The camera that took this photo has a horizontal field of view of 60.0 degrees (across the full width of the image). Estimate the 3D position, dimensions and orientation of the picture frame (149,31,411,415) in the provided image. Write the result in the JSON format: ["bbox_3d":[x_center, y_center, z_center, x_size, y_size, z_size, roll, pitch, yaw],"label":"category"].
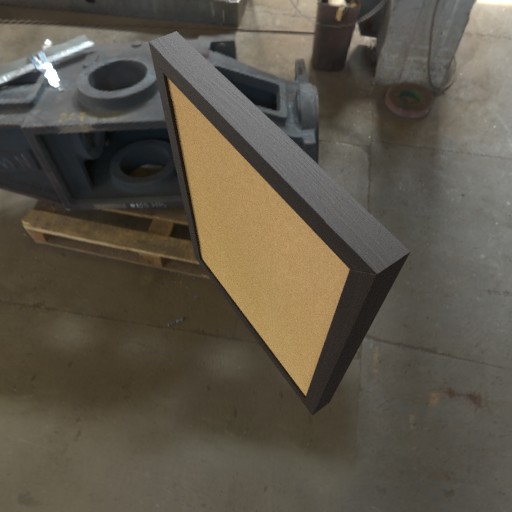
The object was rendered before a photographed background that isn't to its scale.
[{"bbox_3d":[0.000,0.000,0.751,0.044,0.555,0.452,-31,62,-18],"label":"picture frame"}]
